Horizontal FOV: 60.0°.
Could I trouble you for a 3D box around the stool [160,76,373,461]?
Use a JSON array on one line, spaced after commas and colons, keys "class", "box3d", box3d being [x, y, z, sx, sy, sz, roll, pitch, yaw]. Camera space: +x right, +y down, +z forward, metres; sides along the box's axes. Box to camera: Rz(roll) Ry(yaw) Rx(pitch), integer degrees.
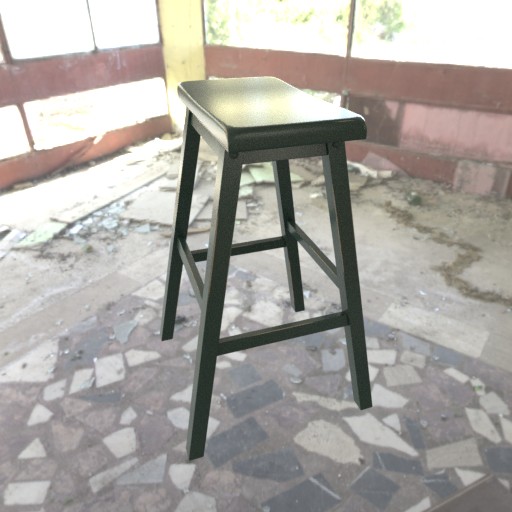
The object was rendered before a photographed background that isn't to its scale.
[{"class": "stool", "box3d": [0.000, 0.000, 1.068, 0.476, 0.737, 0.457, -10, 32, -16]}]
